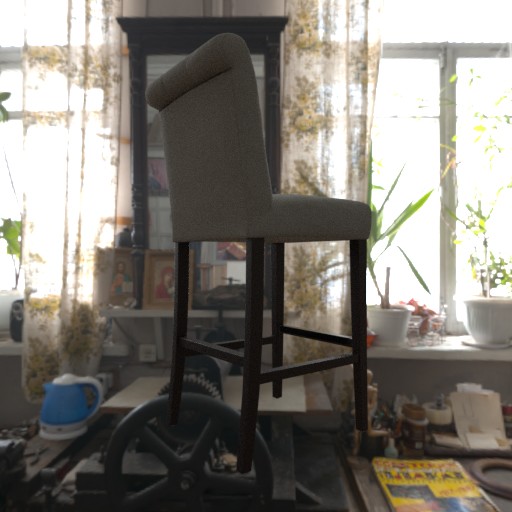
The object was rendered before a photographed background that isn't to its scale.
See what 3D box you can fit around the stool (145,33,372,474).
[{"bbox_3d":[0.000,0.000,1.451,0.601,1.140,0.493,0,0,-37],"label":"stool"}]
